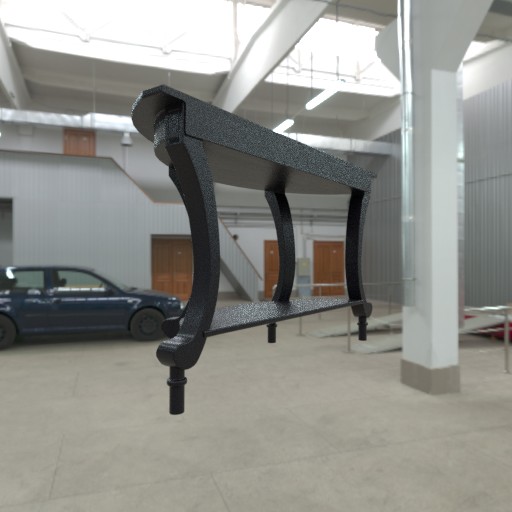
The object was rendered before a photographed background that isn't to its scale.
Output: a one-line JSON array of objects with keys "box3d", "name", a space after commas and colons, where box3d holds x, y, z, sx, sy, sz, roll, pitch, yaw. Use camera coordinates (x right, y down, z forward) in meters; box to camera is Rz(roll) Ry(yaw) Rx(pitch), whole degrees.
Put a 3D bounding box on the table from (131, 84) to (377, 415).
[{"box3d": [0.000, 0.000, 1.496, 0.394, 0.692, 1.198, 0, 0, 36], "name": "table"}]
